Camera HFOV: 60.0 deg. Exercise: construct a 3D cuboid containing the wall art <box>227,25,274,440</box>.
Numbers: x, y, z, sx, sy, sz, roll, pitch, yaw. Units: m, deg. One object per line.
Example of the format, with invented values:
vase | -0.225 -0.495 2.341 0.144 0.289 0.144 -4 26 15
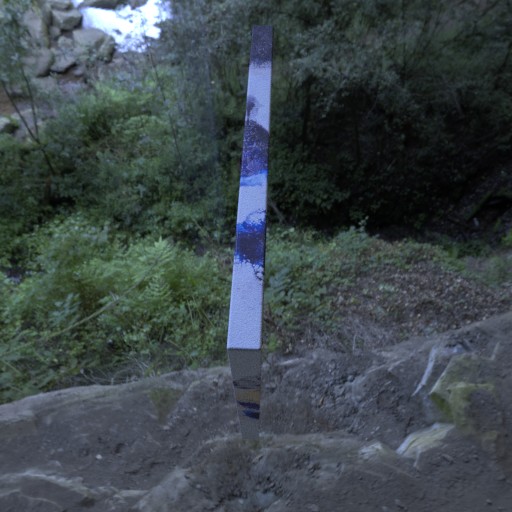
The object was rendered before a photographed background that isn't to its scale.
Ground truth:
wall art | 0.000 0.000 0.903 0.039 0.609 0.609 2 59 1
